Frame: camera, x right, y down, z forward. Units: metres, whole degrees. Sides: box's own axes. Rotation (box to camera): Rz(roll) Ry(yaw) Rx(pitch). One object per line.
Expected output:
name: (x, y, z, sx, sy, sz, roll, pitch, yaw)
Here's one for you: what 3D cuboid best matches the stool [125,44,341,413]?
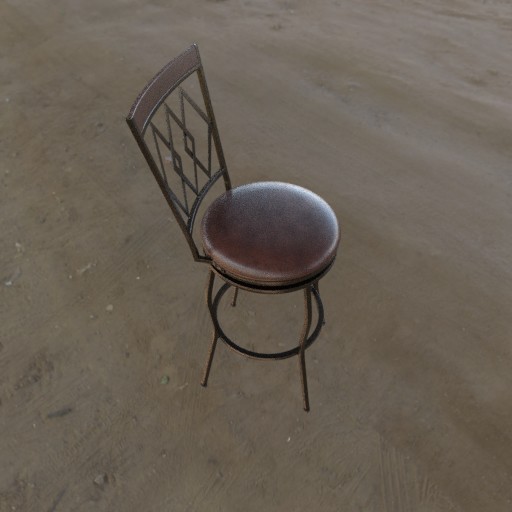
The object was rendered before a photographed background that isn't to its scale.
stool: (0.000, 0.000, 1.436, 0.521, 1.134, 0.432, 10, 47, 10)
